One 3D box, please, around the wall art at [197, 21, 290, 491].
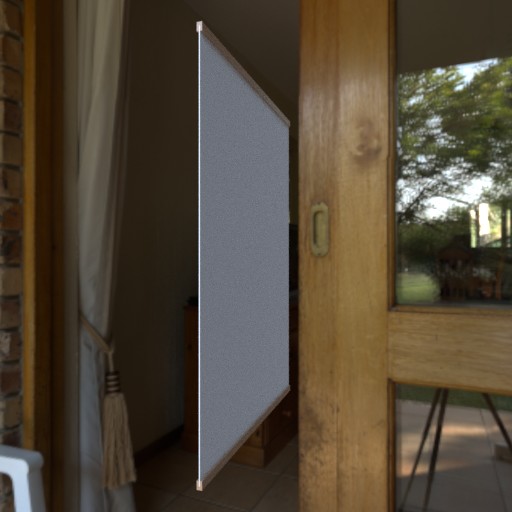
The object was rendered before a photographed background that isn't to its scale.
[{"bbox_3d":[0.000,0.000,1.321,0.013,1.016,0.758,0,0,19],"label":"wall art"}]
